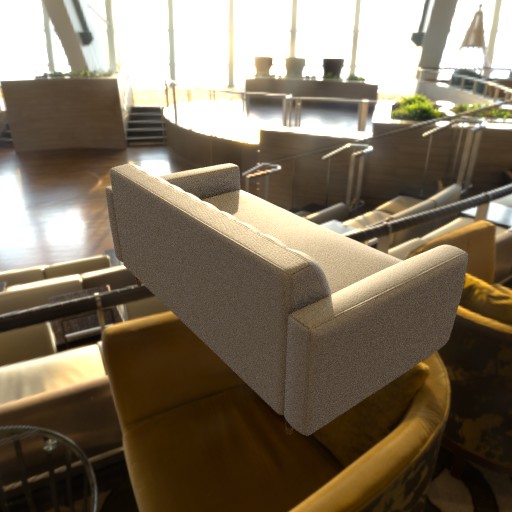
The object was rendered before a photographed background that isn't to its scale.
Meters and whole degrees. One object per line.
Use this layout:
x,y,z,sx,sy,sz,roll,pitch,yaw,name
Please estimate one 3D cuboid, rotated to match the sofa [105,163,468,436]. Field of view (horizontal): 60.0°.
0.000,0.000,2.442,0.969,0.814,1.895,-19,32,-32,sofa
